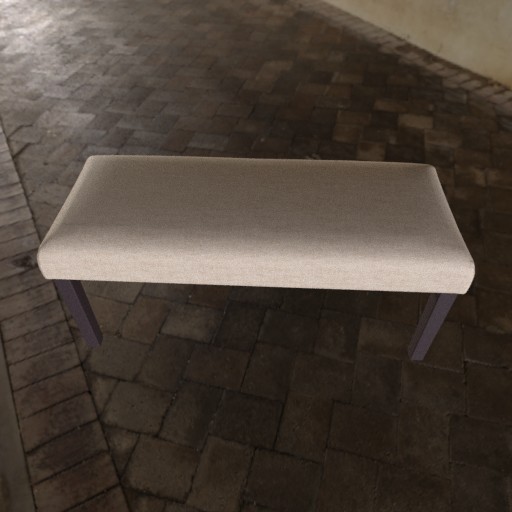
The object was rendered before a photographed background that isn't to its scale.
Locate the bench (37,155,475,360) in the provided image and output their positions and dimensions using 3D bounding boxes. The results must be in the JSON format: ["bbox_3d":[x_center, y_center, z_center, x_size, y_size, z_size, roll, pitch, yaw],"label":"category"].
[{"bbox_3d":[0.000,0.000,1.274,1.013,0.456,0.407,2,46,2],"label":"bench"}]
